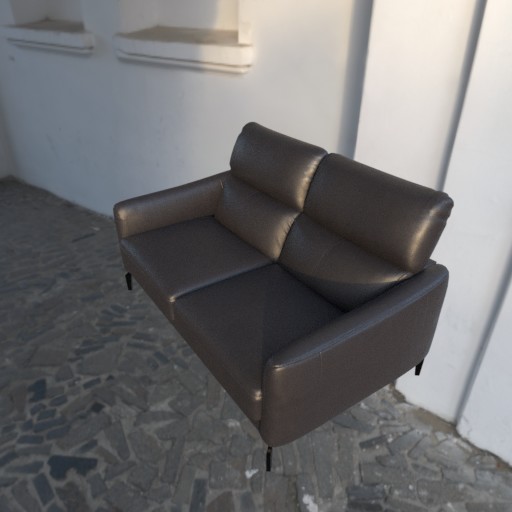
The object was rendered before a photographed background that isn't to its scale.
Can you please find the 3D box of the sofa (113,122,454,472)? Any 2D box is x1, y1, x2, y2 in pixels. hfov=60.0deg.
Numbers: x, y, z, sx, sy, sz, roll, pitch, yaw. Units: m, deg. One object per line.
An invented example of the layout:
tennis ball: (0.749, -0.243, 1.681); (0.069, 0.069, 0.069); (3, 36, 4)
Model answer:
sofa: (0.000, 0.000, 2.195); (0.958, 0.920, 1.596); (-19, 36, -29)
